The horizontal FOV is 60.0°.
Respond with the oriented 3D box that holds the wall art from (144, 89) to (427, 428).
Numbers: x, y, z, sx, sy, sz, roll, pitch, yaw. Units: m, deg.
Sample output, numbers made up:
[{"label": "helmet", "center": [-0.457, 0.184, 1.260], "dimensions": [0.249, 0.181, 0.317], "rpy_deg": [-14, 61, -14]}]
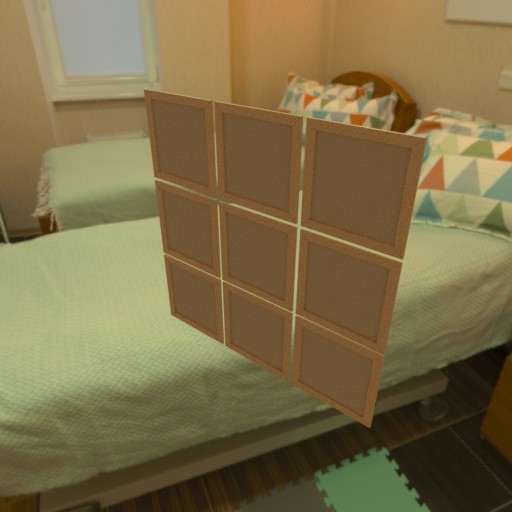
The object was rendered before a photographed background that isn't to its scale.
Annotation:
[{"label": "wall art", "center": [0.000, 0.000, 2.332], "dimensions": [1.519, 1.507, 0.014], "rpy_deg": [22, 37, 33]}]
